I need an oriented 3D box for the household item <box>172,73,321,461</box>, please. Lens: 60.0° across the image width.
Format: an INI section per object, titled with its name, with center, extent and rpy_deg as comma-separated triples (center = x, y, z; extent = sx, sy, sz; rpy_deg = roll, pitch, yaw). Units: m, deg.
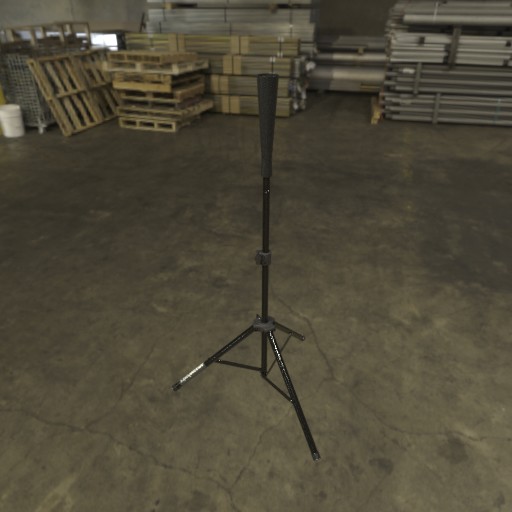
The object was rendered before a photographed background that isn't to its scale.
[household item]
center = 0.000, 0.000, 1.379
extent = 0.559, 1.067, 0.559
rpy_deg = 8, 31, 13
